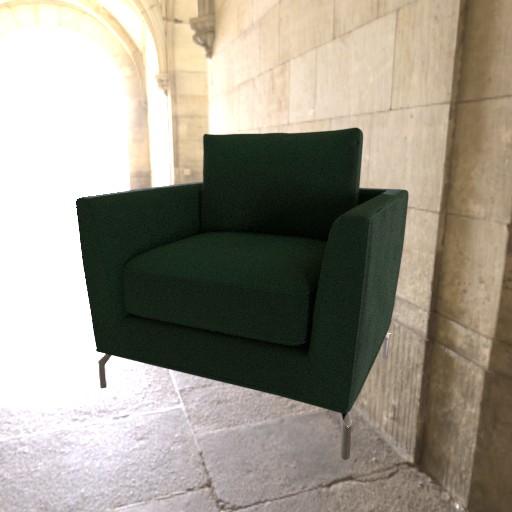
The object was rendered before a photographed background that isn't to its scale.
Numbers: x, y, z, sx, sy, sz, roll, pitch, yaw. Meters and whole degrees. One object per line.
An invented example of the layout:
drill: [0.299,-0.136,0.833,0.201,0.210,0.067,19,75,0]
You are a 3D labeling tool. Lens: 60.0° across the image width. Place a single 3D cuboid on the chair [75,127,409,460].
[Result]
chair: [0.000,0.000,1.778,1.047,0.997,0.852,6,15,24]
